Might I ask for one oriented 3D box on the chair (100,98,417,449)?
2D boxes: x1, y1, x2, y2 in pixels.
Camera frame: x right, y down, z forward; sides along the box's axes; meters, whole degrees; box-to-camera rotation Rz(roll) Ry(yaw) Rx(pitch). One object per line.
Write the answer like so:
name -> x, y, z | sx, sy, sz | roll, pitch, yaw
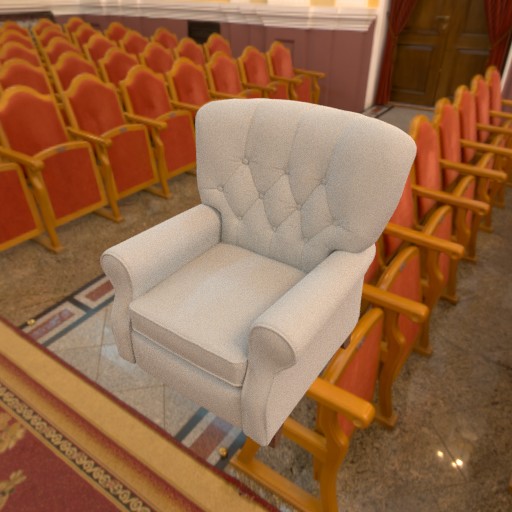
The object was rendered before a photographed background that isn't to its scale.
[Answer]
chair -> 0.000, 0.000, 2.075 | 1.090, 1.217, 1.128 | 21, 38, 29
